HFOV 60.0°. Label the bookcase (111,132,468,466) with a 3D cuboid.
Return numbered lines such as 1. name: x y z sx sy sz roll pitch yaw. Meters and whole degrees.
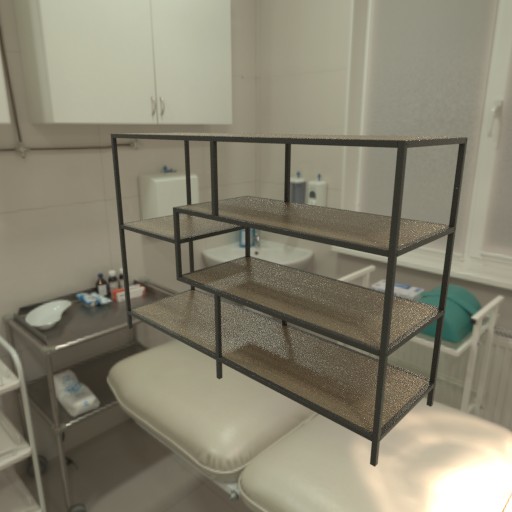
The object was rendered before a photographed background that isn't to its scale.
1. bookcase: 0.000 0.000 1.480 1.140 0.780 0.350 15 22 41
